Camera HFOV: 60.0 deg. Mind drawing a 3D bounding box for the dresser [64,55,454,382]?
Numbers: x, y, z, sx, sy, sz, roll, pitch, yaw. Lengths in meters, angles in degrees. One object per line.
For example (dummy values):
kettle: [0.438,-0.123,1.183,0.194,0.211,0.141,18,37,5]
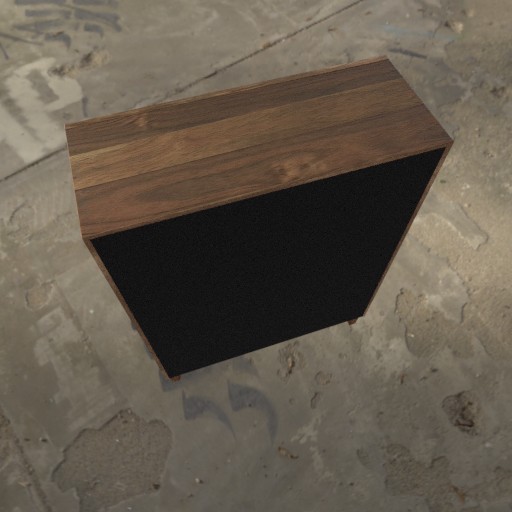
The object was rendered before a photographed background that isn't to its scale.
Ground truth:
dresser: [0.000,0.000,1.893,1.062,1.393,0.442,-16,60,-10]
